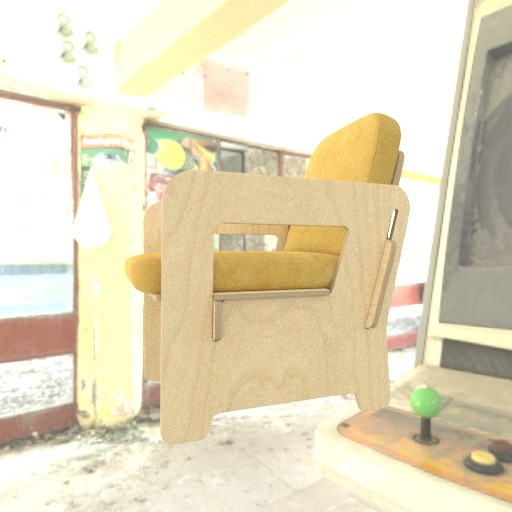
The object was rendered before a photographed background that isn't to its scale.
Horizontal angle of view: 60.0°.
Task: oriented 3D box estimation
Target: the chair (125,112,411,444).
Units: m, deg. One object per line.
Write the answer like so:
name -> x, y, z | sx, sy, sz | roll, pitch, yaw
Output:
chair -> 0.000, 0.000, 1.265 | 0.710, 0.800, 0.590 | 0, 0, -18
